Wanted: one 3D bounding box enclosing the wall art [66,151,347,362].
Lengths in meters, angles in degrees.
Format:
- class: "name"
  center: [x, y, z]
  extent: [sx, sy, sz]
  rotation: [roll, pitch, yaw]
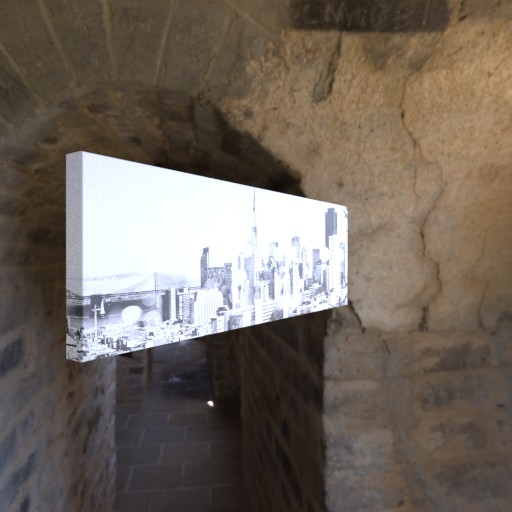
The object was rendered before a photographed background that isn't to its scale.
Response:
- class: "wall art"
  center: [0.000, 0.000, 0.856]
  extent: [0.036, 0.256, 0.766]
  rotation: [0, 0, 36]
